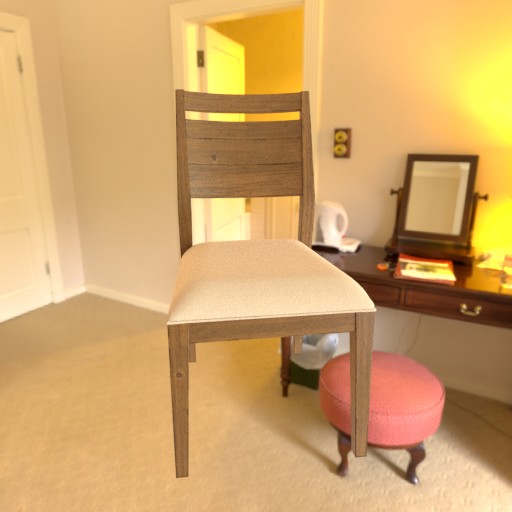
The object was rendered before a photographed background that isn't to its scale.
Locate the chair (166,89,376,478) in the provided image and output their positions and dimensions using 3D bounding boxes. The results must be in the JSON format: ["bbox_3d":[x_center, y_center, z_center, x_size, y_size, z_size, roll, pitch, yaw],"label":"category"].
[{"bbox_3d":[0.000,0.000,1.283,0.497,0.939,0.610,-2,16,-8],"label":"chair"}]
